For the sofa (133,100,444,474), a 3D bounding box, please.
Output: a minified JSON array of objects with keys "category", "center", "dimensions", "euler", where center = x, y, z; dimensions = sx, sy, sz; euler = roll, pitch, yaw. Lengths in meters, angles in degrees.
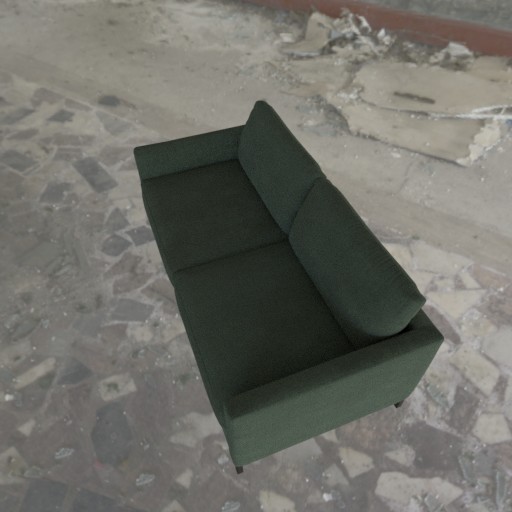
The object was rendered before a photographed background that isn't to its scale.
[{"category":"sofa","center":[0.000,0.000,2.199],"dimensions":[0.875,0.817,1.676],"euler":[-16,50,-14]}]
